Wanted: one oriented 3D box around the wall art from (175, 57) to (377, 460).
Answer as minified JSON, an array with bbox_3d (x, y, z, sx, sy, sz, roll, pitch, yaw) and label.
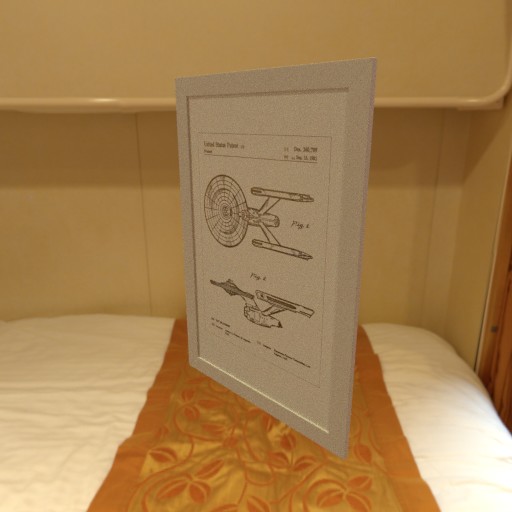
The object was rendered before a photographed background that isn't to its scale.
[{"bbox_3d":[0.000,0.000,0.847,0.454,0.659,0.011,16,24,42],"label":"wall art"}]
